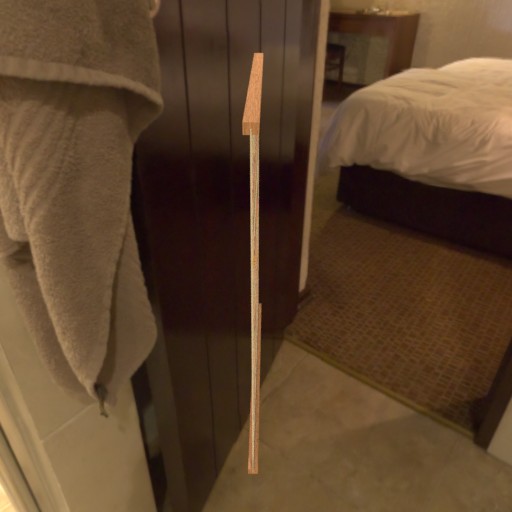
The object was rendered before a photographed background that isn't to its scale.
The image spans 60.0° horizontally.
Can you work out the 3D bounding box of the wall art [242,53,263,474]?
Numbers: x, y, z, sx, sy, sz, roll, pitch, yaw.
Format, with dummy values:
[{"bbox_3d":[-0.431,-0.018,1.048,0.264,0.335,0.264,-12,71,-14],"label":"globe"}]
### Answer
[{"bbox_3d":[0.000,0.000,1.334,0.028,1.016,0.765,1,33,1],"label":"wall art"}]
